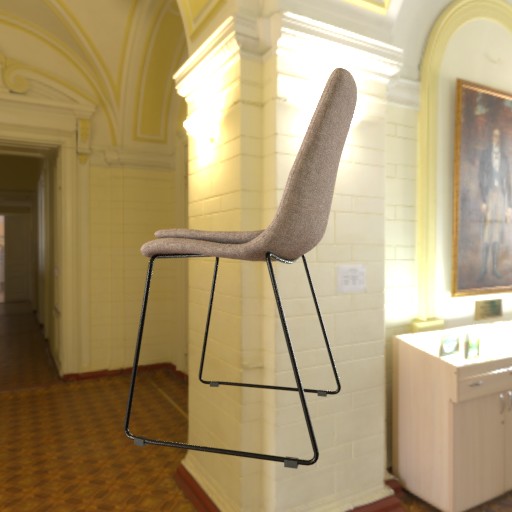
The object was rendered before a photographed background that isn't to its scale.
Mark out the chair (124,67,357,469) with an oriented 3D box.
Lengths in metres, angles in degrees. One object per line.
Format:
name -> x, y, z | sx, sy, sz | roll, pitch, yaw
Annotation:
chair -> 0.000, 0.000, 1.169 | 0.518, 0.858, 0.479 | 0, 1, 16
